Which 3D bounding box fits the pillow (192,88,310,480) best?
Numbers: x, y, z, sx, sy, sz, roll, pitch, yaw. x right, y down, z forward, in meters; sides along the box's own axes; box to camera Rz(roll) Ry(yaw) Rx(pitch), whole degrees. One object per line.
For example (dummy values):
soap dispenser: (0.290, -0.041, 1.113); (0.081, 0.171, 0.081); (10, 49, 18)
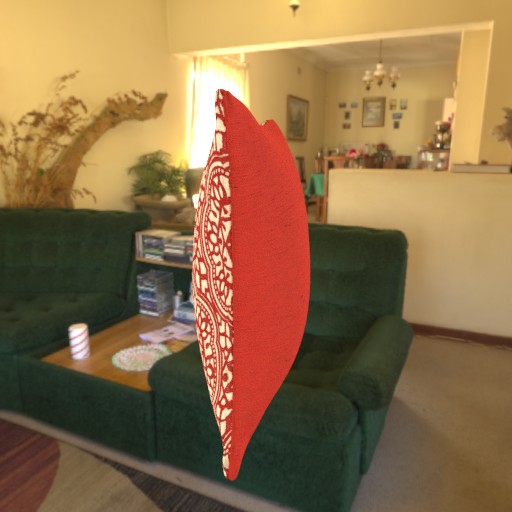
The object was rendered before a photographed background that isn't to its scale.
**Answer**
pillow: (0.000, 0.000, 0.660); (0.162, 0.419, 0.438); (2, 14, 8)
